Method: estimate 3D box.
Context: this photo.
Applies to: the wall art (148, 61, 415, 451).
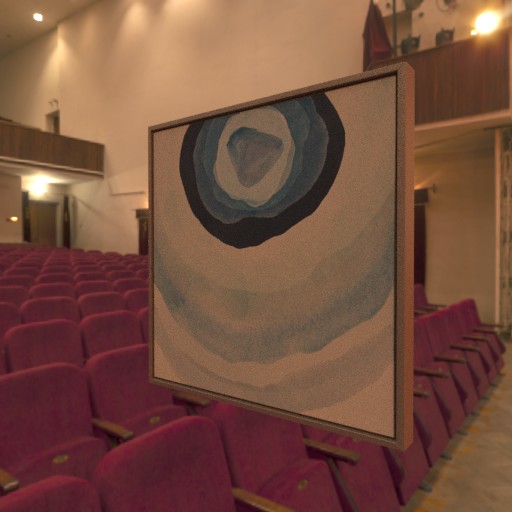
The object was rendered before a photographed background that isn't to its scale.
[{"bbox_3d":[0.000,0.000,0.508,0.349,0.349,0.028,1,1,37],"label":"wall art"}]
